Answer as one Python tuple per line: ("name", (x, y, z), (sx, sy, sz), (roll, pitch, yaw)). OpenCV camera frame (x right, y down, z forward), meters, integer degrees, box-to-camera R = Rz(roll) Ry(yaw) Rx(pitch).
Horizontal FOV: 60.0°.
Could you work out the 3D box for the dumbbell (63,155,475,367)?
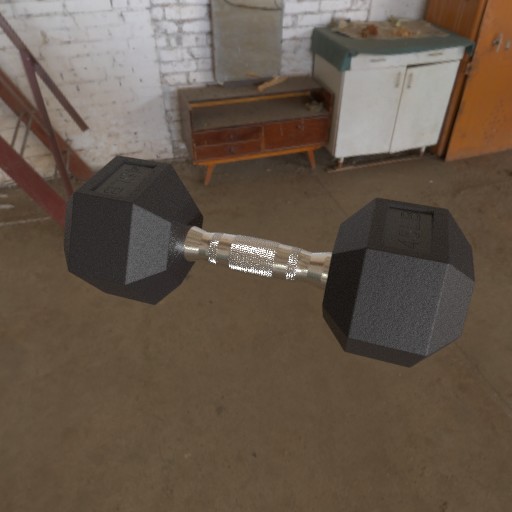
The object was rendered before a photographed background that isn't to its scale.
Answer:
("dumbbell", (0.000, 0.000, 0.411), (0.356, 0.123, 0.141), (12, 42, 13))
